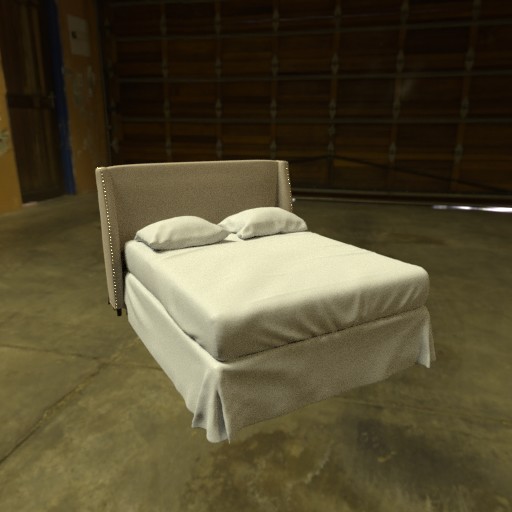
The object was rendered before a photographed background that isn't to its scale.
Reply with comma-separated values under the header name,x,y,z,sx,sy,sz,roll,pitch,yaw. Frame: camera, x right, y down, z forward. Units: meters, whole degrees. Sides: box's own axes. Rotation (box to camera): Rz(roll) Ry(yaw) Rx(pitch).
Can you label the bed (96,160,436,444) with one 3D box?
name,x,y,z,sx,sy,sz,roll,pitch,yaw
bed,0.000,0.000,3.498,1.925,1.332,2.276,-9,18,-28
